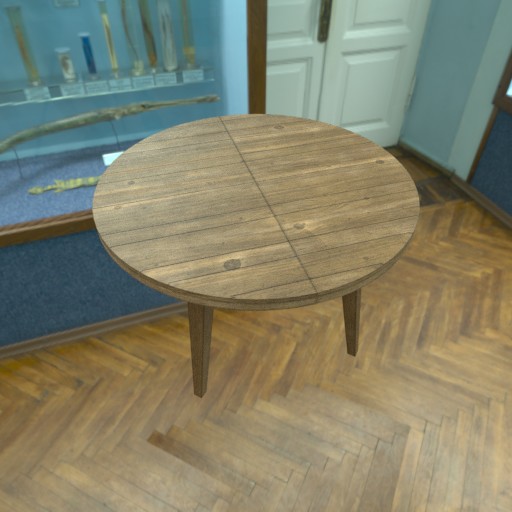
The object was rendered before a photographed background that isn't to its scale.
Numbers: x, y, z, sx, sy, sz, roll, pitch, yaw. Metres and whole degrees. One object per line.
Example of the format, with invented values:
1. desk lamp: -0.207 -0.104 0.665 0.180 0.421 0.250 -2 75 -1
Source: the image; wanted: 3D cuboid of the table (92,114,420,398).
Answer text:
1. table: 0.000 0.000 1.959 1.213 0.764 1.213 0 42 0
